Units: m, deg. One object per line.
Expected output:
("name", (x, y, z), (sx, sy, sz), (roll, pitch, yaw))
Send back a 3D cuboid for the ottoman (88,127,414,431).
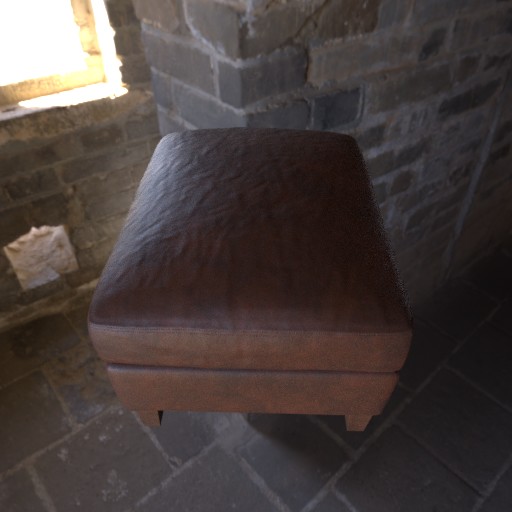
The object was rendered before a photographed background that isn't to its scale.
("ottoman", (0.000, 0.000, 1.271), (0.659, 0.527, 0.887), (1, 40, 1))
